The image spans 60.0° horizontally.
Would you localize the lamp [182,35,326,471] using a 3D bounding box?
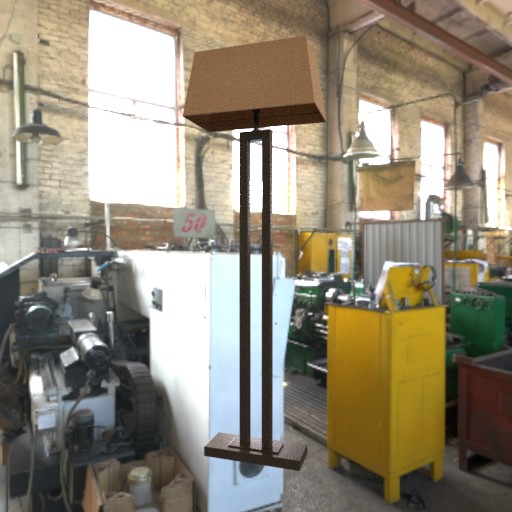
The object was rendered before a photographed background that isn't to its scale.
[{"bbox_3d":[0.000,0.000,1.622,0.475,1.469,0.233,0,1,18],"label":"lamp"}]
